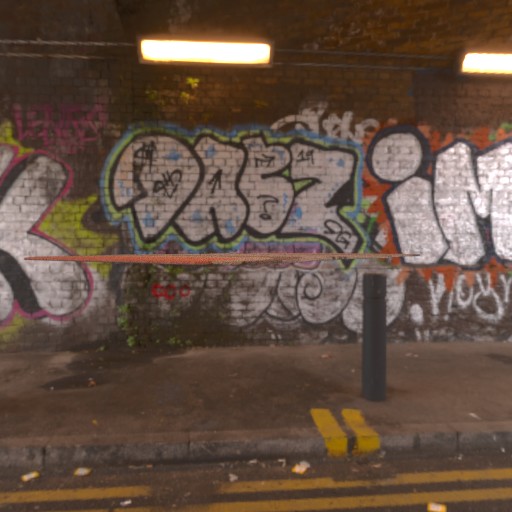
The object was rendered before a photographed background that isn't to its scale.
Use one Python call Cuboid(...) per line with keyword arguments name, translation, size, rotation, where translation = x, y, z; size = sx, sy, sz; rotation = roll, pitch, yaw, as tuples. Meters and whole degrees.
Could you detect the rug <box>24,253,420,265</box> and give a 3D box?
Cuboid(name="rug", translation=(0.000, 0.000, 2.919), size=(1.530, 0.017, 2.446), rotation=(1, 1, 35))
